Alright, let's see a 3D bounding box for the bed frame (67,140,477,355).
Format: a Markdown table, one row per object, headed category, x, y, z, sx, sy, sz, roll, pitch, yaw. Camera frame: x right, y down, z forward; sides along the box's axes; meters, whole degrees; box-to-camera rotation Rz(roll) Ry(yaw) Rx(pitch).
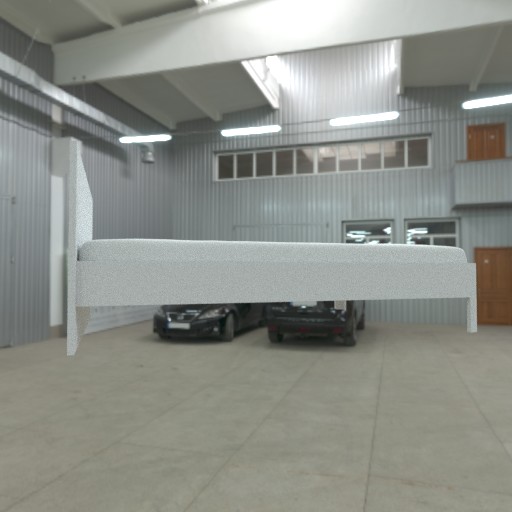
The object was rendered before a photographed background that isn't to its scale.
| category | x | y | z | sx | sy | sz | roll | pitch | yaw |
| --- | --- | --- | --- | --- | --- | --- | --- | --- | --- |
| bed frame | 0.000 | 0.000 | 2.655 | 1.950 | 0.800 | 1.490 | 1 | -2 | -18 |
